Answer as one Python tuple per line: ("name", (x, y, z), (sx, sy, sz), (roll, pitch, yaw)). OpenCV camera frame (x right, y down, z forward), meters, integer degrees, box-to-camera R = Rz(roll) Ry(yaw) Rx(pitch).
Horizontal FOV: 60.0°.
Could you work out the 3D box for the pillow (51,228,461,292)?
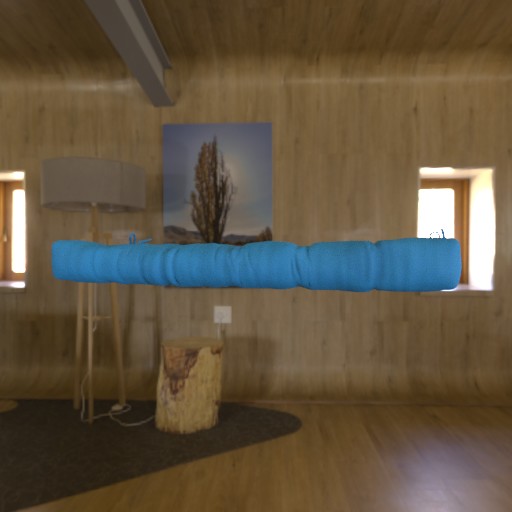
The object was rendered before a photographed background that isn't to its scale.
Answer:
("pillow", (0.000, 0.000, 1.374), (1.194, 0.174, 0.511), (0, 1, 18))
